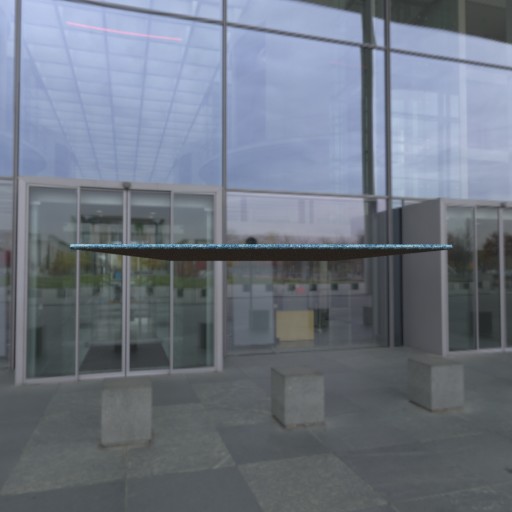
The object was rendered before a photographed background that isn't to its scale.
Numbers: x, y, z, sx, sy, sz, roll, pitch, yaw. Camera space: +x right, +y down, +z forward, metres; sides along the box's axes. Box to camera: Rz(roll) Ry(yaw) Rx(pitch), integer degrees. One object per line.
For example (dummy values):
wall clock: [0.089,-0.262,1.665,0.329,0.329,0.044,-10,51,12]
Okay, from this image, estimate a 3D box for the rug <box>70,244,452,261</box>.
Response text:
rug: [0.000,0.000,2.318,1.219,0.016,1.829,0,-2,-1]
